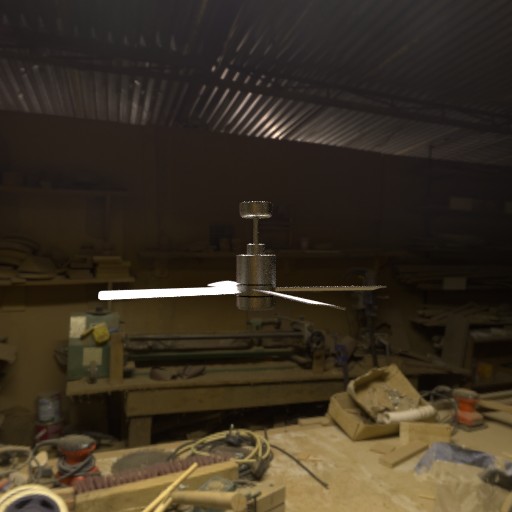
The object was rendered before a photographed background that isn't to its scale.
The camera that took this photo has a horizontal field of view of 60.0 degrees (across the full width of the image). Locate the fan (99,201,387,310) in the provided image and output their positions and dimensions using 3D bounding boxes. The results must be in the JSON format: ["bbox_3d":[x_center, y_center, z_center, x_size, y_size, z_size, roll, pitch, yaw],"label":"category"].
[{"bbox_3d":[0.000,0.000,2.282,1.525,0.539,1.525,0,0,-20],"label":"fan"}]
